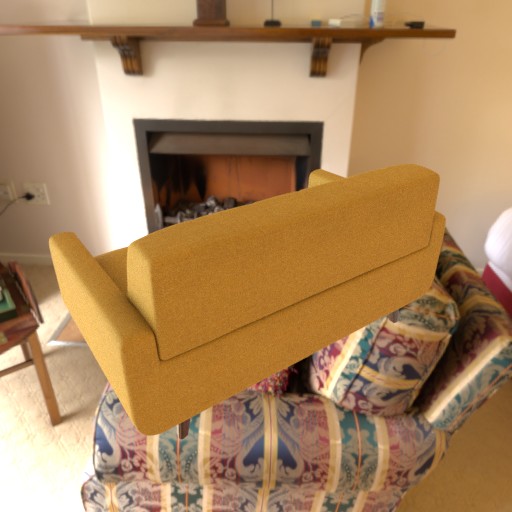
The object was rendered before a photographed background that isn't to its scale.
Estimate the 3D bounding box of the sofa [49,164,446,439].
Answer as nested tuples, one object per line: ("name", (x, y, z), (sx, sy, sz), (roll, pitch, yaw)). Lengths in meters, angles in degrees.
("sofa", (0.000, 0.000, 2.111), (1.631, 0.841, 0.909), (-19, 34, -30))
